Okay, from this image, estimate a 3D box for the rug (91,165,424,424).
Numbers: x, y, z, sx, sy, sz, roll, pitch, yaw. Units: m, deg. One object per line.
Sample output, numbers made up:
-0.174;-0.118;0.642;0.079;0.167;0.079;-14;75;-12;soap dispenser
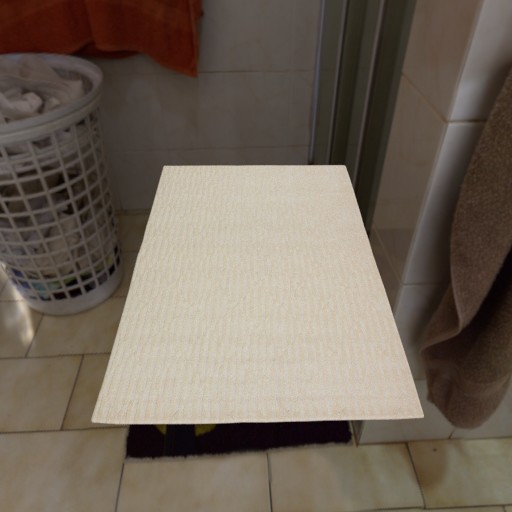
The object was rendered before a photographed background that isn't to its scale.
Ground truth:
0.000;0.000;2.319;1.238;0.014;1.848;0;42;0;rug
